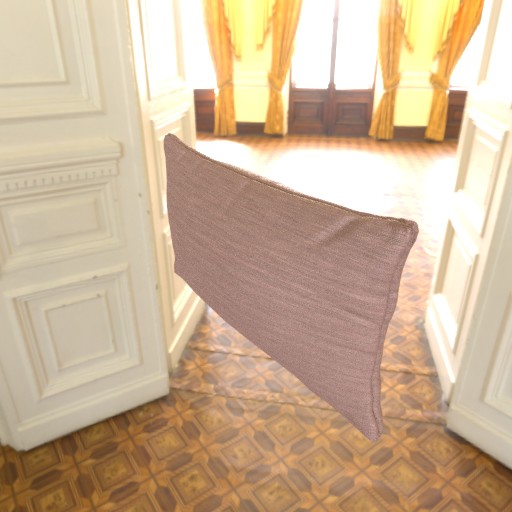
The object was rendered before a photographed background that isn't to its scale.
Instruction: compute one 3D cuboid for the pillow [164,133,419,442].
[{"bbox_3d":[0.000,0.000,0.797,0.210,0.338,0.633,-18,32,-32],"label":"pillow"}]
